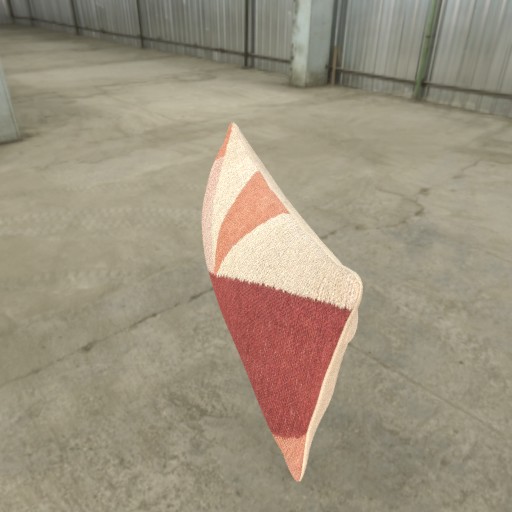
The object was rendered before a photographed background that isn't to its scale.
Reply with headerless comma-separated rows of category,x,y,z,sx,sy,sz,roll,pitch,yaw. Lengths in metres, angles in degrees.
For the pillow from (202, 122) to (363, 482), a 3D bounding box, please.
pillow,0.000,0.000,0.726,0.155,0.292,0.609,-7,32,-12
